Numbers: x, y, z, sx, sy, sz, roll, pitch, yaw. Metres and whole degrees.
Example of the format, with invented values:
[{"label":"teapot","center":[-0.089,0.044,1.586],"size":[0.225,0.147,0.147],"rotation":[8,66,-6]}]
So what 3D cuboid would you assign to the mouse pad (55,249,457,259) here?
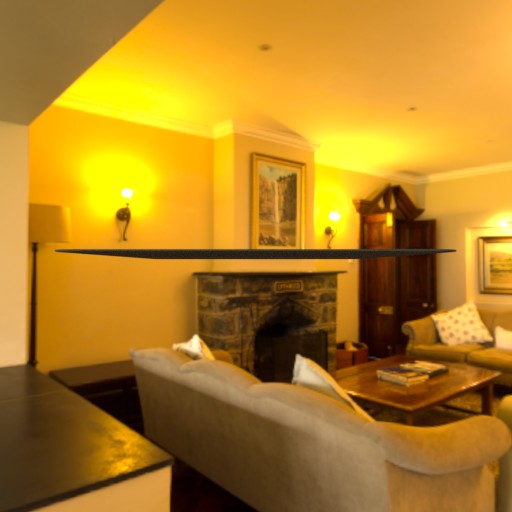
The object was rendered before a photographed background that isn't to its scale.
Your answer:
[{"label":"mouse pad","center":[0.000,0.000,0.638],"size":[0.393,0.002,0.451],"rotation":[0,-1,0]}]
